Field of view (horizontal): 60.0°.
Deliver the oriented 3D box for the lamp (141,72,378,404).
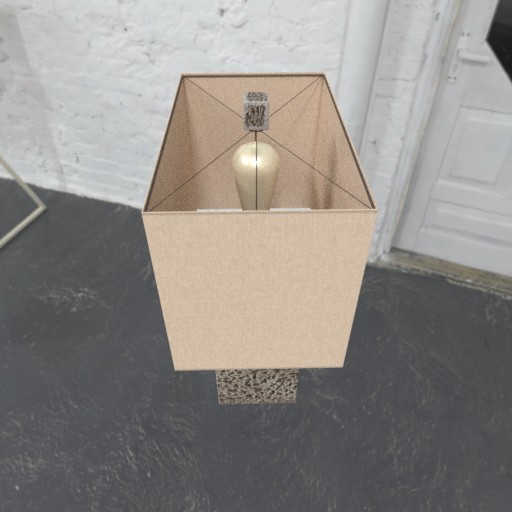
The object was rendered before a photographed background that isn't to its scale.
[{"bbox_3d":[0.000,0.000,0.564,0.180,0.411,0.294,-1,42,-1],"label":"lamp"}]
